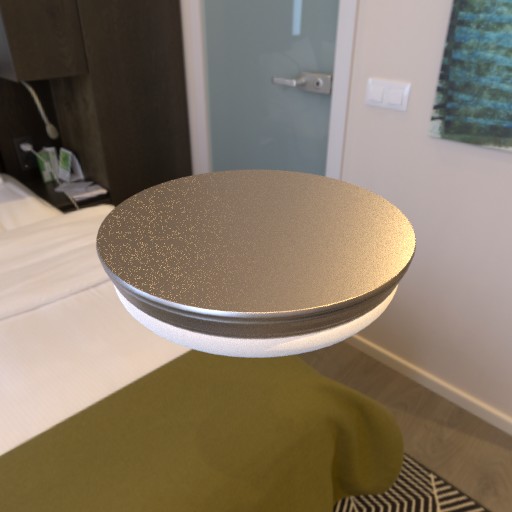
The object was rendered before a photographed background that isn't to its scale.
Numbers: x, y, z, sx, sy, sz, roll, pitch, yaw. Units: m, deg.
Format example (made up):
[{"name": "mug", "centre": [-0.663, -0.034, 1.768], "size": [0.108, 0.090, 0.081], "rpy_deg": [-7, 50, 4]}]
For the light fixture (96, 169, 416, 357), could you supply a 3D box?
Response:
[{"name": "light fixture", "centre": [0.000, 0.000, 0.557], "size": [0.368, 0.100, 0.368], "rpy_deg": [0, 30, 0]}]
